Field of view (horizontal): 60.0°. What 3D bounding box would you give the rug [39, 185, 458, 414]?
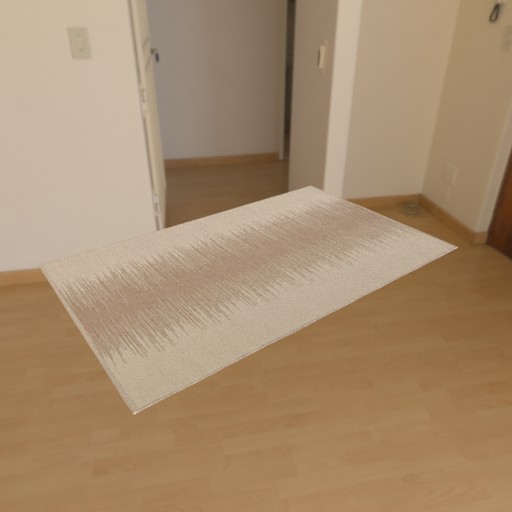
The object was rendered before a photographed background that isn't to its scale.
[{"bbox_3d":[0.000,0.000,3.029,2.440,0.012,1.522,-21,36,-31],"label":"rug"}]
